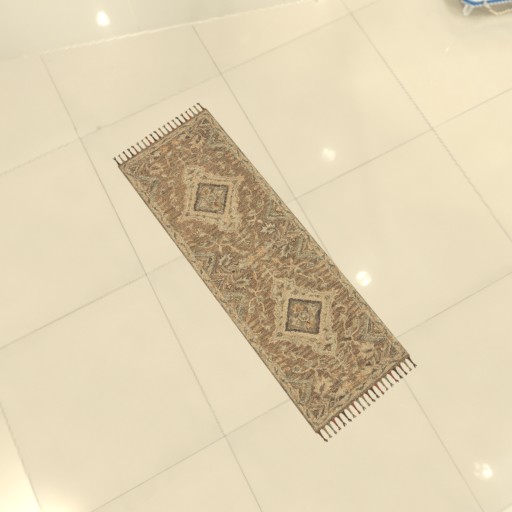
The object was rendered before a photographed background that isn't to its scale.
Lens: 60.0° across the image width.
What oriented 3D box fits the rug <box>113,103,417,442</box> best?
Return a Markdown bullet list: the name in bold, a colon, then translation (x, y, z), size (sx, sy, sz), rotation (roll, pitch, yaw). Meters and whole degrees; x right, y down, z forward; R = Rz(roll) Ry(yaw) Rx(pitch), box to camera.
- **rug**: translation (0.000, 0.000, 2.848), size (1.324, 0.018, 2.378), rotation (-21, 77, -5)
